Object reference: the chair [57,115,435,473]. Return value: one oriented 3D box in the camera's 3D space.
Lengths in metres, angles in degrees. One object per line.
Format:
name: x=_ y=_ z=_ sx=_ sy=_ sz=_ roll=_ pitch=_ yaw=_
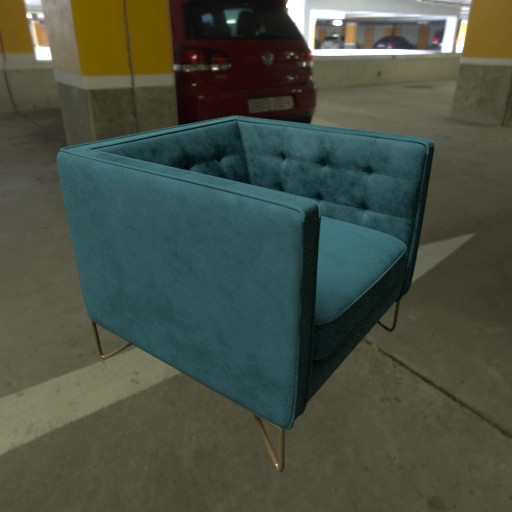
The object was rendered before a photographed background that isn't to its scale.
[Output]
chair: x=0.000 y=0.000 z=1.561 sx=0.894 sy=0.790 sz=0.880 roll=18 pitch=31 yaw=32
